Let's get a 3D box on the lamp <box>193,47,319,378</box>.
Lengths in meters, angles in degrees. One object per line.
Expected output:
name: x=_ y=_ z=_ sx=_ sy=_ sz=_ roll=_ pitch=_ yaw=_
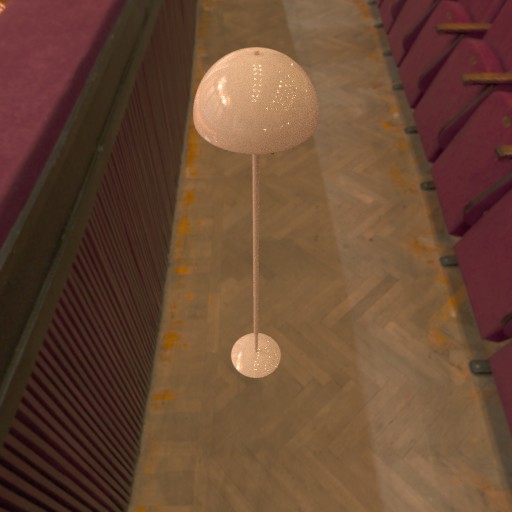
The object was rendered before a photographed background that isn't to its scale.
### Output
lamp: x=0.000 y=0.000 z=1.597 sx=0.328 sy=1.480 sz=0.328 roll=3 pitch=50 yaw=2
